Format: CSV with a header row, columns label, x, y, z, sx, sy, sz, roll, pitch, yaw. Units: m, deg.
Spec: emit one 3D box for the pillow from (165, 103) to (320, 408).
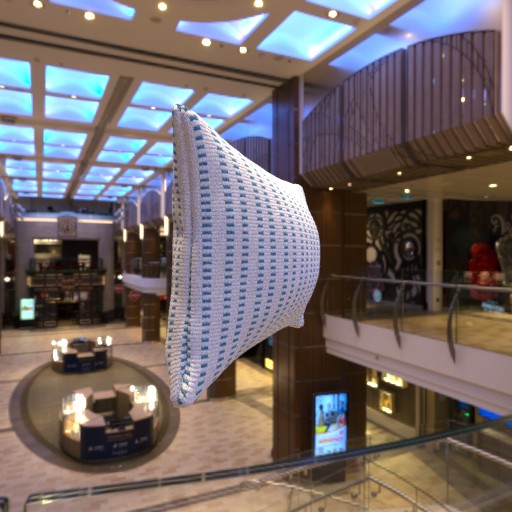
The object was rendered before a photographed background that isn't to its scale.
label,x,y,z,sx,sy,sz,roll,pitch,yaw
pillow,0.000,0.000,0.808,0.210,0.353,0.640,0,0,18
